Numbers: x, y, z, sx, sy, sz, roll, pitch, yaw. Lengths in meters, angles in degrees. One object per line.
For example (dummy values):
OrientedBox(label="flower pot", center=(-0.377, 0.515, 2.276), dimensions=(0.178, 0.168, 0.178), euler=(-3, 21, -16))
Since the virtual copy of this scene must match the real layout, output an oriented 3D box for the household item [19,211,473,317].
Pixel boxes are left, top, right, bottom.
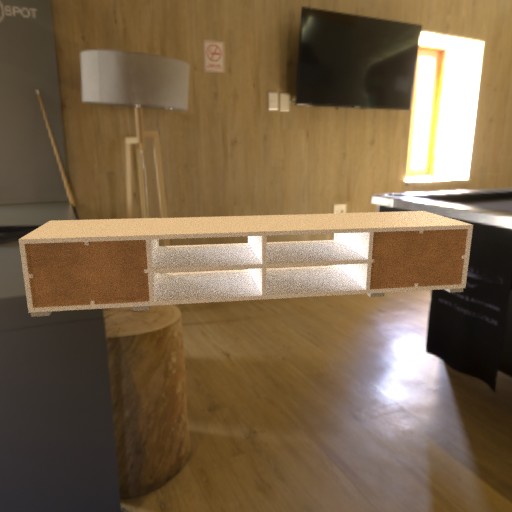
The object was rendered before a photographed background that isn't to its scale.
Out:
OrientedBox(label="household item", center=(0.000, 0.000, 2.025), dimensions=(1.850, 0.310, 0.420), euler=(-2, 15, -9))
